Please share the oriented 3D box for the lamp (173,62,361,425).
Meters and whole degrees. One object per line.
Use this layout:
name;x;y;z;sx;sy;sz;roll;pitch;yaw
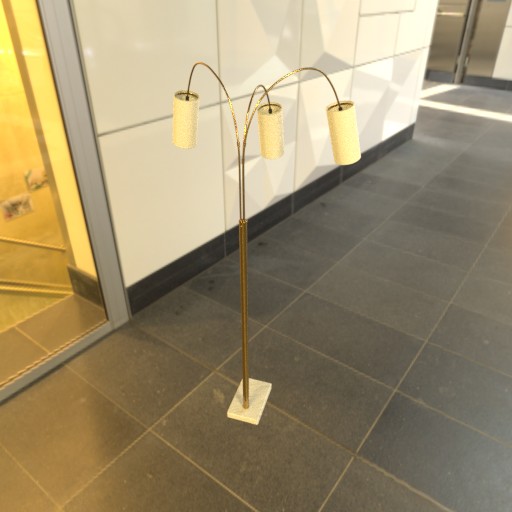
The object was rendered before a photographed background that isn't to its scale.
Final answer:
lamp;0.000;0.000;2.550;1.020;2.055;0.667;9;32;15
